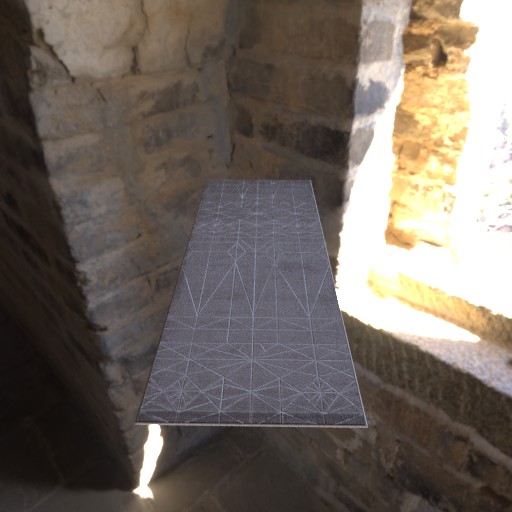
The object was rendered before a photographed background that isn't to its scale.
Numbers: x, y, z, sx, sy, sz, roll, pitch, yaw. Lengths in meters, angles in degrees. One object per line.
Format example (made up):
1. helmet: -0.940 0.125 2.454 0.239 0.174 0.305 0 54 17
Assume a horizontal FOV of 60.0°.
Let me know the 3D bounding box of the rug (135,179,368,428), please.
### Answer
1. rug: 0.000 0.000 2.655 0.864 0.012 2.388 0 32 1
